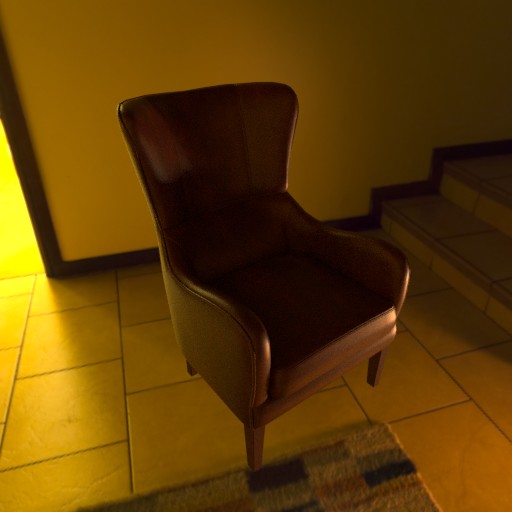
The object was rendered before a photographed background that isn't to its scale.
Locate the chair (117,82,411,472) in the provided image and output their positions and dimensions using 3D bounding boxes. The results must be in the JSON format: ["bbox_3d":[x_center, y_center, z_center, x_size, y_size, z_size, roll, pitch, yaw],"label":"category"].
[{"bbox_3d":[0.000,0.000,1.607,0.692,1.048,0.914,-21,37,-31],"label":"chair"}]
